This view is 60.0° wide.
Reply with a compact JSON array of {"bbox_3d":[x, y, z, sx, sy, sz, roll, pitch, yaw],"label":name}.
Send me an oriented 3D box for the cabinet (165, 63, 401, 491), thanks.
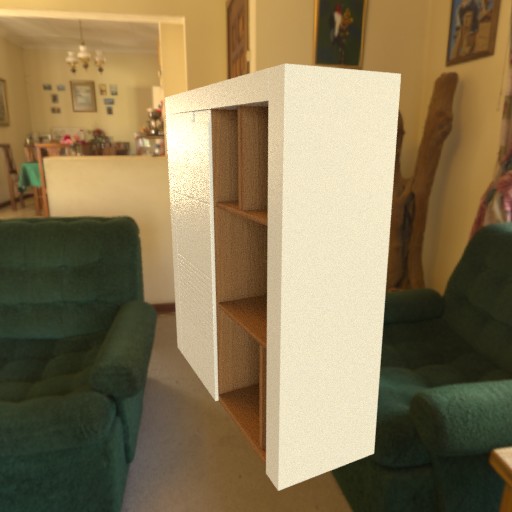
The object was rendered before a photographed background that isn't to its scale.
[{"bbox_3d":[0.000,0.000,1.616,0.348,1.150,0.990,-7,17,-25],"label":"cabinet"}]
